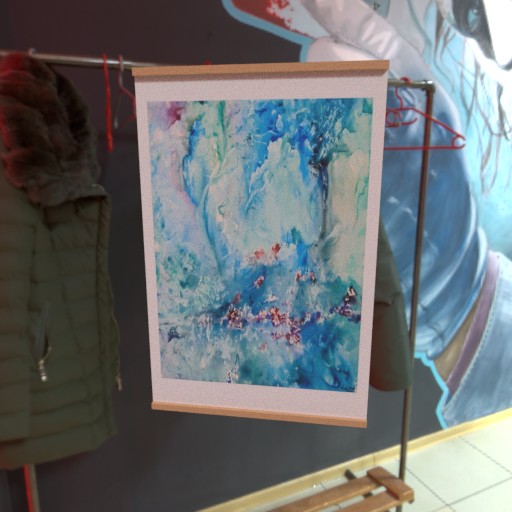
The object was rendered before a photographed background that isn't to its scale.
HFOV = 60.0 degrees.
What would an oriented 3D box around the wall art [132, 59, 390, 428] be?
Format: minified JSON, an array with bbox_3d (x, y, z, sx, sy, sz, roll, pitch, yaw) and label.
[{"bbox_3d":[0.000,0.000,1.875,0.991,1.510,0.040,2,13,8],"label":"wall art"}]
